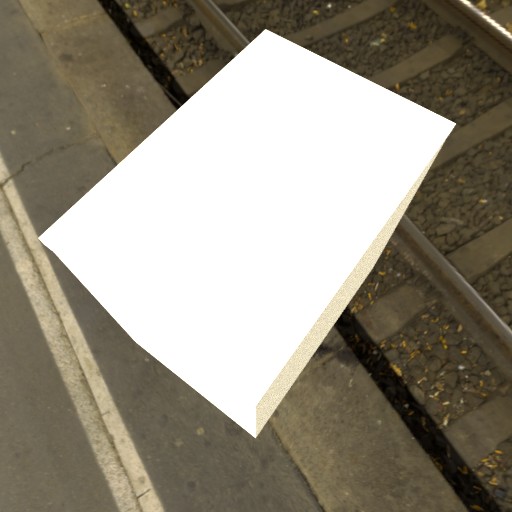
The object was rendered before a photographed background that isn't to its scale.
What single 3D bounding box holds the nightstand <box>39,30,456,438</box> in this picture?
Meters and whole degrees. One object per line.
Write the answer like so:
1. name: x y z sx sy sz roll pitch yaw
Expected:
1. nightstand: 0.000 0.000 0.753 0.325 0.460 0.441 34 68 15
